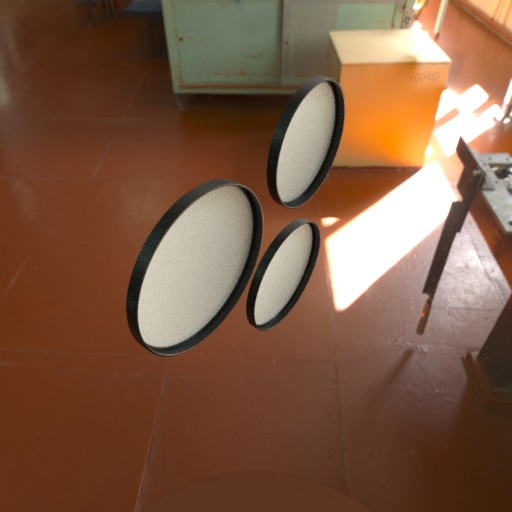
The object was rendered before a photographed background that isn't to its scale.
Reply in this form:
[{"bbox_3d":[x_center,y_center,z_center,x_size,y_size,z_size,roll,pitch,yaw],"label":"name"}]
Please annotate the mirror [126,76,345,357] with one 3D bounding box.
[{"bbox_3d":[0.000,0.000,3.146,0.076,2.096,2.160,27,49,26],"label":"mirror"}]
